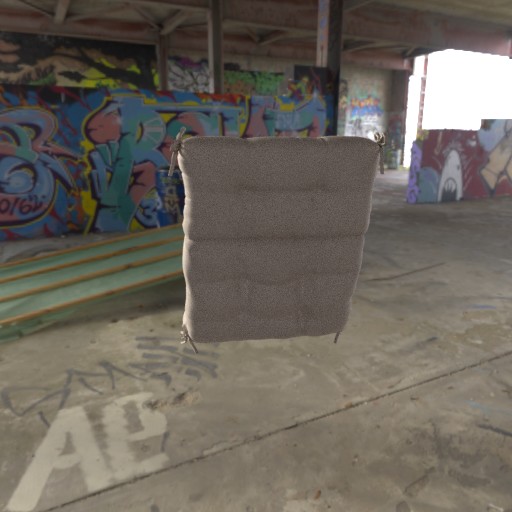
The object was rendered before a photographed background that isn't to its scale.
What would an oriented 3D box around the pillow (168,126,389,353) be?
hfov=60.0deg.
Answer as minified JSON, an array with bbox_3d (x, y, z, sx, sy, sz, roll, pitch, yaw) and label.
[{"bbox_3d":[0.000,0.000,1.570,0.526,0.863,1.016,-2,15,-6],"label":"pillow"}]
